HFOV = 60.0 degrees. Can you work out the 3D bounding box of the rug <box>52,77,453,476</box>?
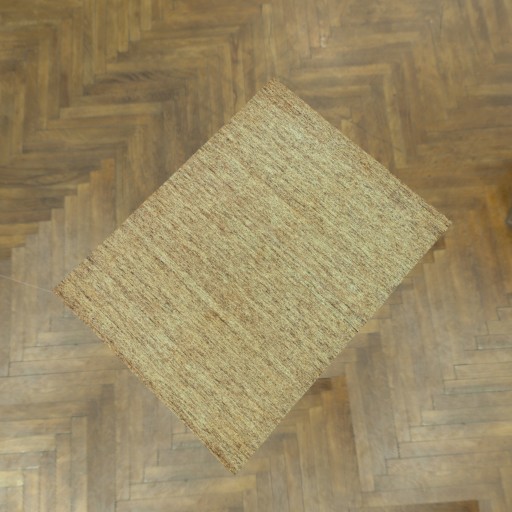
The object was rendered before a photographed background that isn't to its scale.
[{"bbox_3d":[0.000,0.000,4.379,2.438,0.012,3.200,42,80,9],"label":"rug"}]
